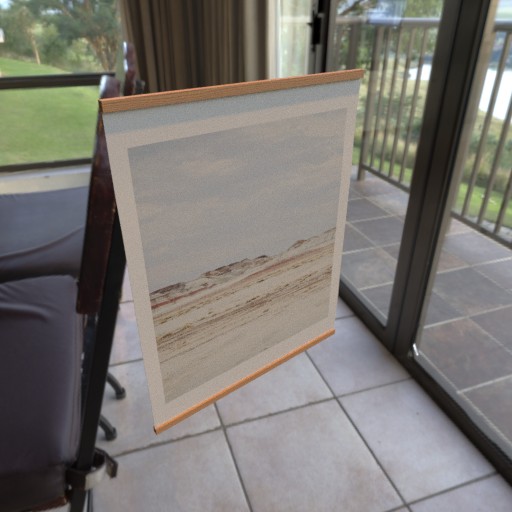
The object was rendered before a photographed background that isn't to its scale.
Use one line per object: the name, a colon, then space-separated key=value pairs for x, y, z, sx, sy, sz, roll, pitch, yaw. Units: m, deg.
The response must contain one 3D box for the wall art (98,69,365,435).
wall art: x=0.000 y=0.000 z=0.686 sx=0.404 sy=0.507 sz=0.010 roll=-21 pitch=36 yaw=-32
